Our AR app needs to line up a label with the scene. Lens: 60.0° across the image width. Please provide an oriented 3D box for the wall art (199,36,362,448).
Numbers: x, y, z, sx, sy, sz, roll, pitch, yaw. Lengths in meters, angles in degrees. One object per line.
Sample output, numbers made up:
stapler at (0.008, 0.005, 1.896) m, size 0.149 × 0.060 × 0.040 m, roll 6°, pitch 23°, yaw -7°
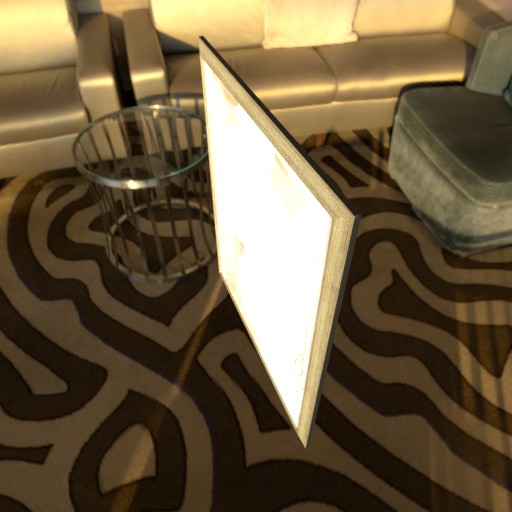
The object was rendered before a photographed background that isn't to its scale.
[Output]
wall art at (0.000, 0.000, 0.895) m, size 0.018 × 0.660 × 0.559 m, roll -17°, pitch 48°, yaw -15°
